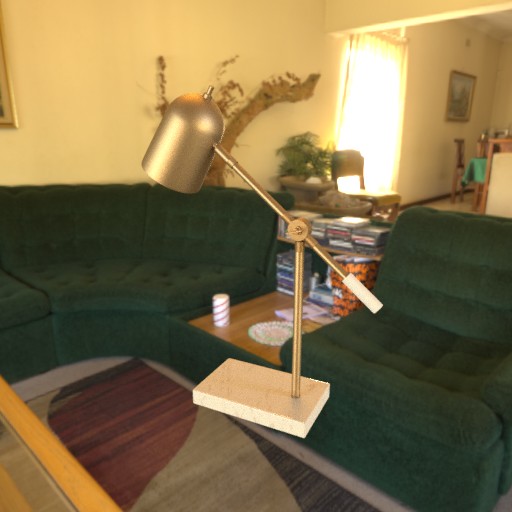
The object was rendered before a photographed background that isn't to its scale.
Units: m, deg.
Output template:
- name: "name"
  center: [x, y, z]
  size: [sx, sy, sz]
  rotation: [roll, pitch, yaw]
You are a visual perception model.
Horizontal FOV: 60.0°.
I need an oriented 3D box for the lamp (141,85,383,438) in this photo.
- name: "lamp"
  center: [0.000, 0.000, 0.824]
  size: [0.471, 0.603, 0.144]
  rotation: [8, 17, 25]
